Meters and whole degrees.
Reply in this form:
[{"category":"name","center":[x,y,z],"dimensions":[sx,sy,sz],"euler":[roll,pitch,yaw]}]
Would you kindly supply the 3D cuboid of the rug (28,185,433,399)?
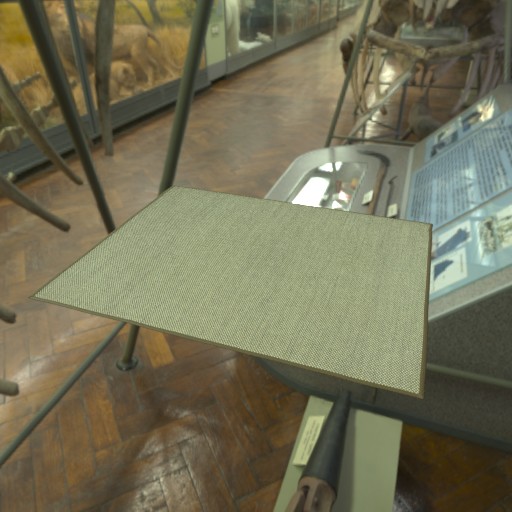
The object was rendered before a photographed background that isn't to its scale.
[{"category":"rug","center":[0.000,0.000,4.067],"dimensions":[3.041,0.020,2.413],"euler":[11,34,17]}]
